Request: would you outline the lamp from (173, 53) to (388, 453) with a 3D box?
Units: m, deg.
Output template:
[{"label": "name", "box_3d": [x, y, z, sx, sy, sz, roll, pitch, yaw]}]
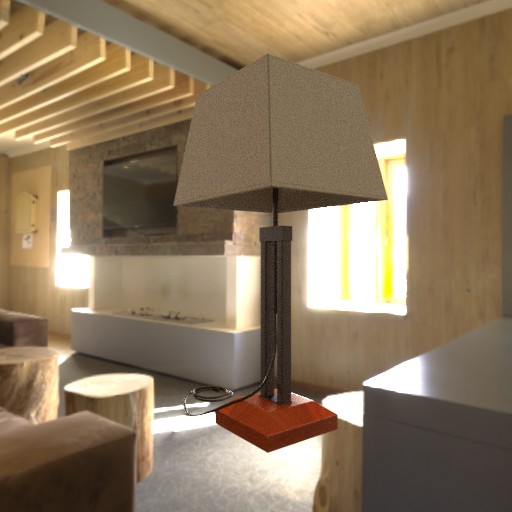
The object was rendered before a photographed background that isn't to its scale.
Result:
[{"label": "lamp", "box_3d": [0.000, 0.000, 1.016, 0.310, 0.737, 0.498, 0, 0, -36]}]
